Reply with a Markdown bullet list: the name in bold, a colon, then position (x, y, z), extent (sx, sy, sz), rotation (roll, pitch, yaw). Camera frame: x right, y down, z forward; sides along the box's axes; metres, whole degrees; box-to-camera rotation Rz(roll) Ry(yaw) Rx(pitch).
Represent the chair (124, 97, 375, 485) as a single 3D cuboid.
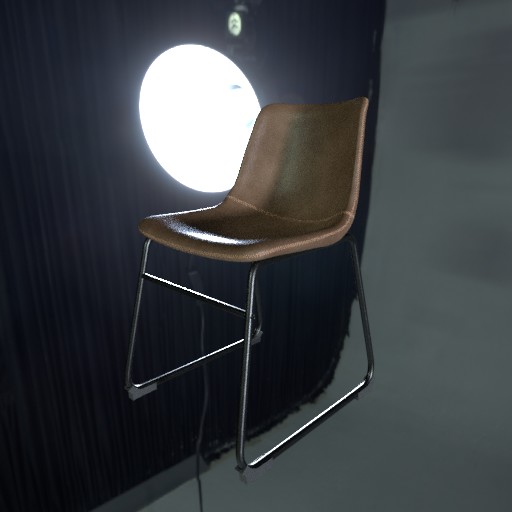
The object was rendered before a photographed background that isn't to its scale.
- **chair**: position (0.000, 0.000, 1.135), extent (0.460, 0.780, 0.551), rotation (14, 20, 42)
